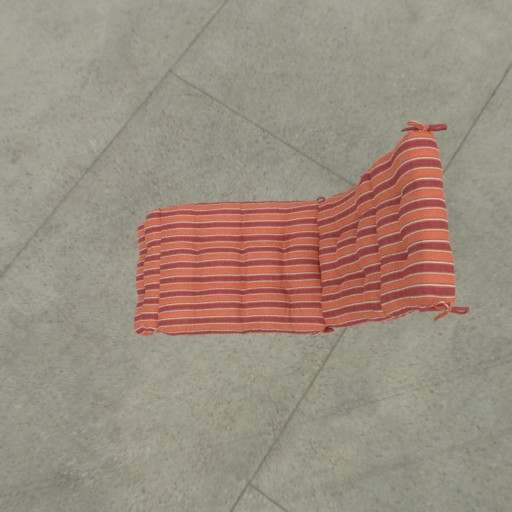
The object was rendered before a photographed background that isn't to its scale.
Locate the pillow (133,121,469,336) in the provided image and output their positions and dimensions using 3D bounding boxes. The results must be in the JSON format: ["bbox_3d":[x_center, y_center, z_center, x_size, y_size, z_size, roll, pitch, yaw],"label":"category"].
[{"bbox_3d":[0.000,0.000,1.498,1.016,0.863,0.526,-1,77,0],"label":"pillow"}]
